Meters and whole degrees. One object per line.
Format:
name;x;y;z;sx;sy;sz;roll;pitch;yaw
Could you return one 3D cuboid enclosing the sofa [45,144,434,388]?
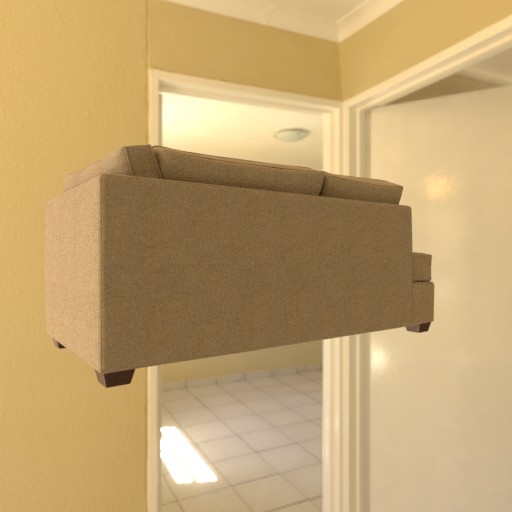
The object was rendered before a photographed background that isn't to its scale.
sofa;0.000;0.000;2.760;2.238;1.019;1.110;0;0;-36
